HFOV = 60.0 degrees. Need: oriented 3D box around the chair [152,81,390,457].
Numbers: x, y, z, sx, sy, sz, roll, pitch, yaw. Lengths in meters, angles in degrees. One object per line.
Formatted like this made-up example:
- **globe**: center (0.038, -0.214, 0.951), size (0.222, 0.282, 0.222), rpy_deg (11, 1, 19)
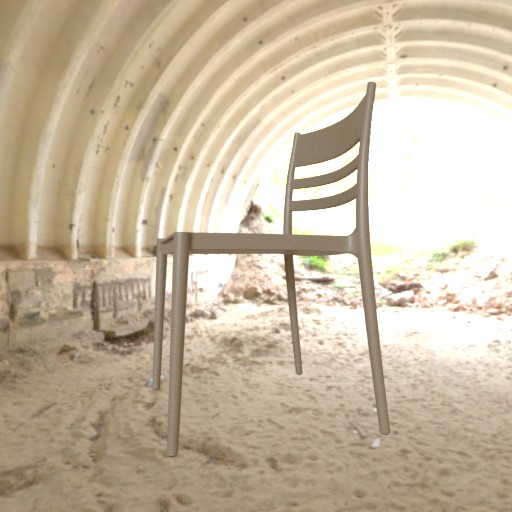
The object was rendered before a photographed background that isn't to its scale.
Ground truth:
- **chair**: center (0.000, 0.000, 1.177), size (0.511, 0.800, 0.531), rpy_deg (0, 1, -17)
